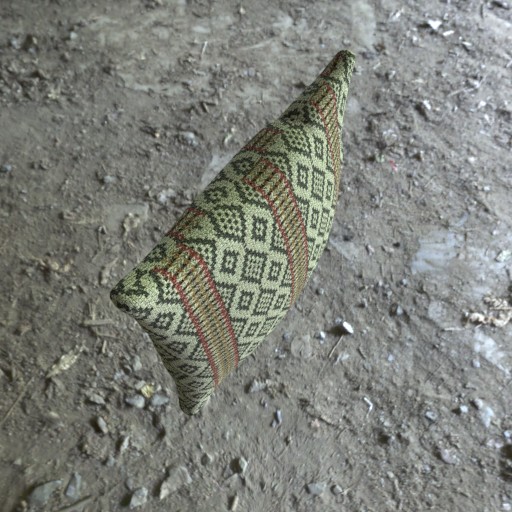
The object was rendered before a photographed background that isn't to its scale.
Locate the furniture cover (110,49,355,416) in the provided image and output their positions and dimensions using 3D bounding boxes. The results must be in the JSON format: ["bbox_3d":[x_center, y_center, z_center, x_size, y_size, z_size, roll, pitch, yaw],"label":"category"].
[{"bbox_3d":[0.000,0.000,0.763,0.182,0.506,0.503,30,63,17],"label":"furniture cover"}]
